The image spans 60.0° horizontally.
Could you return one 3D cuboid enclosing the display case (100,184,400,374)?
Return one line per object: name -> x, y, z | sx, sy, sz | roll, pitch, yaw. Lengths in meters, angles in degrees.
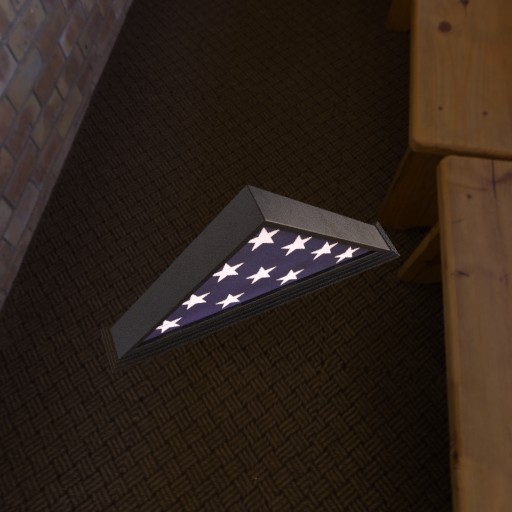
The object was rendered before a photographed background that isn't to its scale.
display case -> 0.000, 0.000, 0.780 | 0.640, 0.340, 0.095 | -21, 65, -10
